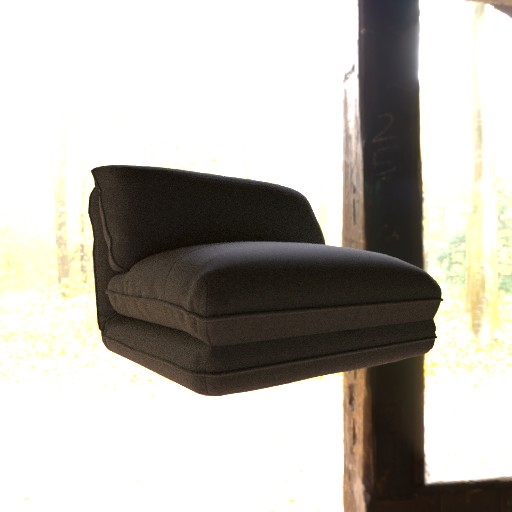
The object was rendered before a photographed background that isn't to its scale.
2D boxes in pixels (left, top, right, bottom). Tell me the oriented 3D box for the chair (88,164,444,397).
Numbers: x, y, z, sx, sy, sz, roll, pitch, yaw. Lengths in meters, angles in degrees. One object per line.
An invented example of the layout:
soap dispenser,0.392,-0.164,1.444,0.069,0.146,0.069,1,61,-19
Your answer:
chair,0.000,0.000,1.343,0.820,0.580,0.780,1,-1,-36
